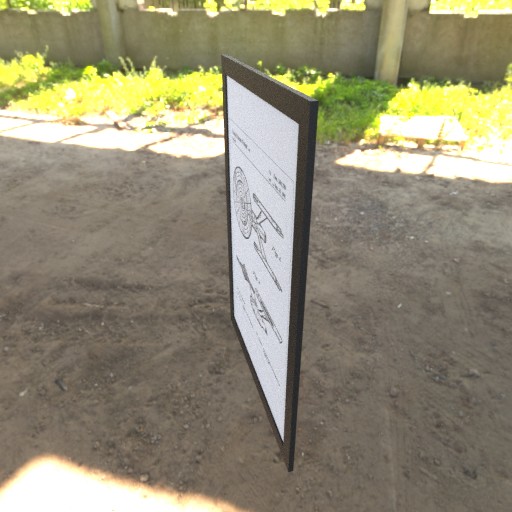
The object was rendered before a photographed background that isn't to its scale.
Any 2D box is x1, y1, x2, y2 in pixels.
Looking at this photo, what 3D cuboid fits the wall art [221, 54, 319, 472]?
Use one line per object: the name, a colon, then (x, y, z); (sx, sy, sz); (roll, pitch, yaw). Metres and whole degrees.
wall art: (0.000, 0.000, 0.682); (0.008, 0.530, 0.379); (-8, 31, -14)
